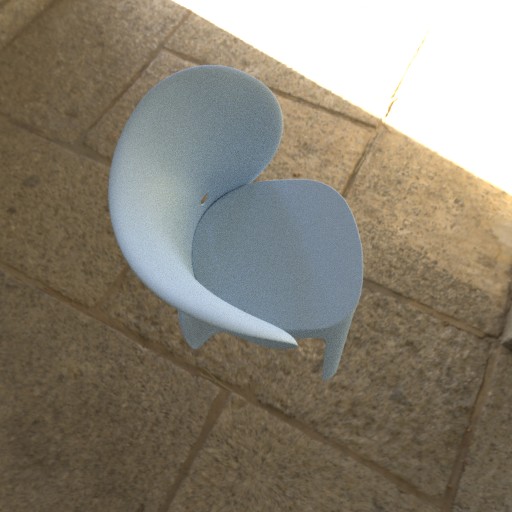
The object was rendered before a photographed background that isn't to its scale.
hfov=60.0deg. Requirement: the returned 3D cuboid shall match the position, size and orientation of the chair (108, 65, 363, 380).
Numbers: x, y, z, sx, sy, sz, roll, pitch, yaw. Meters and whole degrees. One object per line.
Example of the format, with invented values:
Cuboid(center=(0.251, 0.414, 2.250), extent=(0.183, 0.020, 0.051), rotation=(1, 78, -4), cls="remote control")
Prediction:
Cuboid(center=(0.000, 0.000, 0.854), extent=(0.402, 0.554, 0.451), rotation=(-1, 64, -1), cls="chair")
